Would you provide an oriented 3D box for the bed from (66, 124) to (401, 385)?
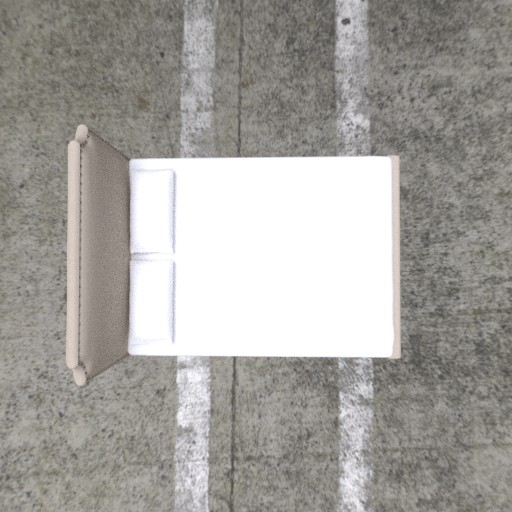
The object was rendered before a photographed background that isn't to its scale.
[{"bbox_3d":[0.000,0.000,3.444,2.372,1.443,1.713,0,89,2],"label":"bed"}]
